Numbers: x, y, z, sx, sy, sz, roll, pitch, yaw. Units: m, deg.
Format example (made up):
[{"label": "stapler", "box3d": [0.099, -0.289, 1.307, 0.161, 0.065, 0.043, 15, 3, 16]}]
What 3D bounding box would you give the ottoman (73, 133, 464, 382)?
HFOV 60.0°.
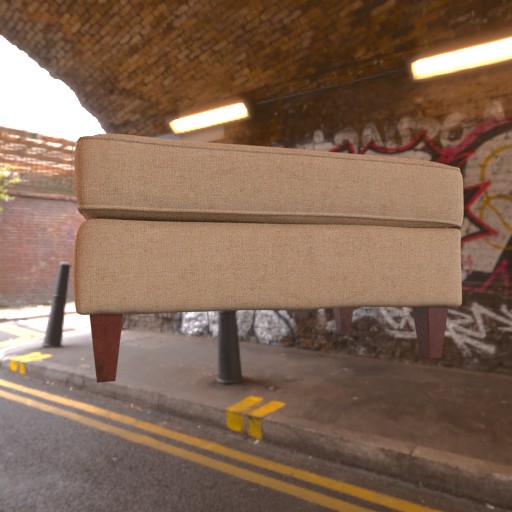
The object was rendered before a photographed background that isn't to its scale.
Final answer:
[{"label": "ottoman", "box3d": [0.000, 0.000, 1.167, 0.862, 0.484, 0.583, 0, -1, -17]}]
